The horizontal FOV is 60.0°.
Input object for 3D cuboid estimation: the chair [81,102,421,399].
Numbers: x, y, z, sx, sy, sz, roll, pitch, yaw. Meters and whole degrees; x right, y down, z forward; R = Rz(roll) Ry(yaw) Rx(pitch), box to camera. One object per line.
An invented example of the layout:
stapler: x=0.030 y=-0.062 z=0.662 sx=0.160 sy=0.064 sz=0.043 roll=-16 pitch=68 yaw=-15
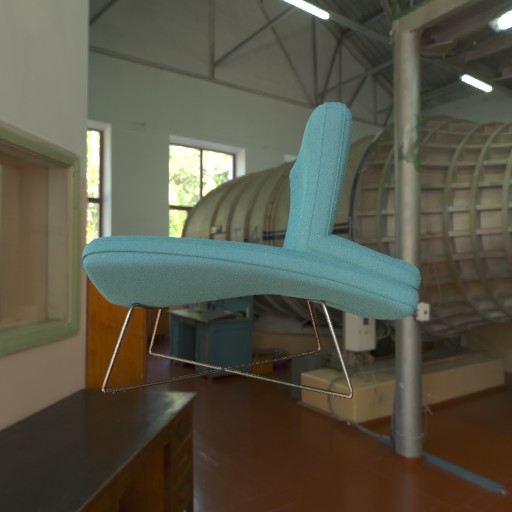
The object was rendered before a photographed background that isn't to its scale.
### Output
chair: x=0.000 y=0.000 z=1.646 sx=1.008 sy=0.855 sz=0.859 roll=0 pitch=-1 yaw=0
